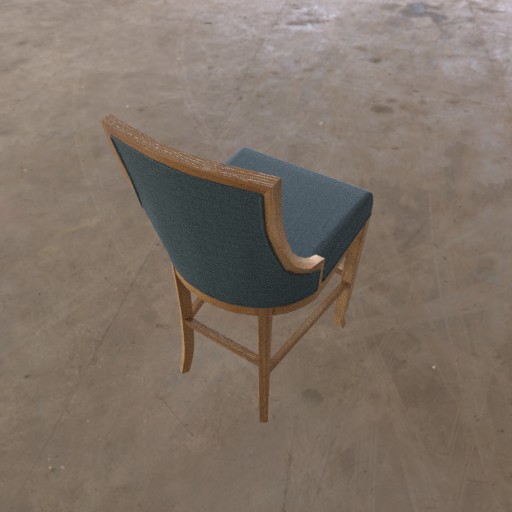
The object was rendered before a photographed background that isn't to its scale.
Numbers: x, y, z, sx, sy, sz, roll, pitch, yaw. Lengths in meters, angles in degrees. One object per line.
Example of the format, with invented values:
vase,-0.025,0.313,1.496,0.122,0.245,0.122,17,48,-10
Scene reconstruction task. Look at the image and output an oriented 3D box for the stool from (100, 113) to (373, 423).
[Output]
stool,0.000,0.000,1.430,0.524,1.101,0.626,25,51,22
